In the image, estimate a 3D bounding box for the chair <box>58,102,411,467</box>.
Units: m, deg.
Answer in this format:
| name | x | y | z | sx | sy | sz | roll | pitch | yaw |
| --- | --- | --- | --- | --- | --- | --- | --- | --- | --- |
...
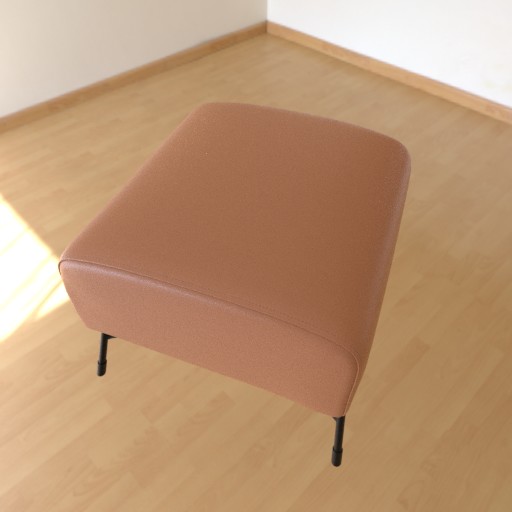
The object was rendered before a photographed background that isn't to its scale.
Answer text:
| name | x | y | z | sx | sy | sz | roll | pitch | yaw |
| --- | --- | --- | --- | --- | --- | --- | --- | --- | --- |
| chair | 0.000 | 0.000 | 0.895 | 0.530 | 0.410 | 0.530 | 16 | 49 | 14 |
